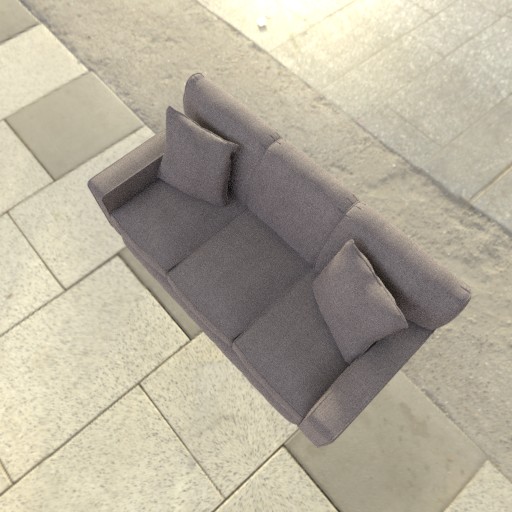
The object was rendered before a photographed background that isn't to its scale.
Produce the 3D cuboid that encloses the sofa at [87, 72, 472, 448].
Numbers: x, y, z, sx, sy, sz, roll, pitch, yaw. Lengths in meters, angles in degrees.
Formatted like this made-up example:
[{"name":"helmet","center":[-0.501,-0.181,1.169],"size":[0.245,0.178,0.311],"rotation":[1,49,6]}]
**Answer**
[{"name":"sofa","center":[0.000,0.000,2.631],"size":[0.997,0.958,2.024],"rotation":[-40,71,-17]}]
